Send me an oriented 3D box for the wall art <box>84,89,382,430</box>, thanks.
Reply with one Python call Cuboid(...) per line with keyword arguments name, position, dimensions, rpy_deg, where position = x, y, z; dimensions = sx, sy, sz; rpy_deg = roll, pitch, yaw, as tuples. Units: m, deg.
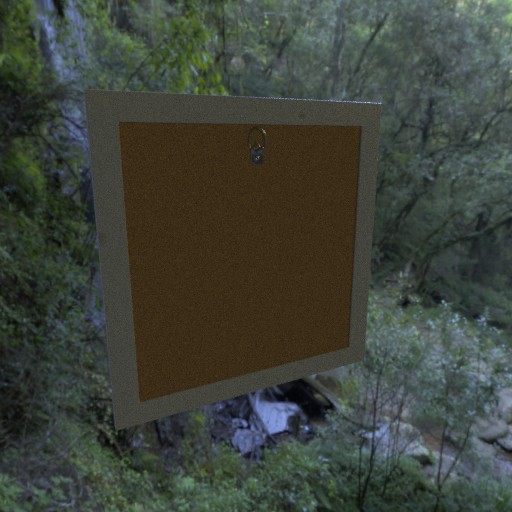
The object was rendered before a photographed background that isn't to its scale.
Cuboid(name="wall art", position=(0.000, 0.000, 0.855), dimensions=(0.572, 0.577, 0.015), rpy_deg=(-8, 16, -26))
